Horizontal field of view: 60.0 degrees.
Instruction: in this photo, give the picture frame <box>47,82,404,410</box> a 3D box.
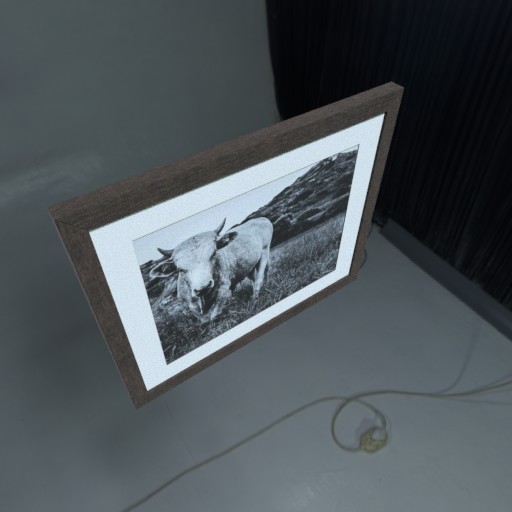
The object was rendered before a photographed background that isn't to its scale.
[{"bbox_3d":[0.000,0.000,0.754,0.546,0.455,0.026,-27,52,-23],"label":"picture frame"}]
